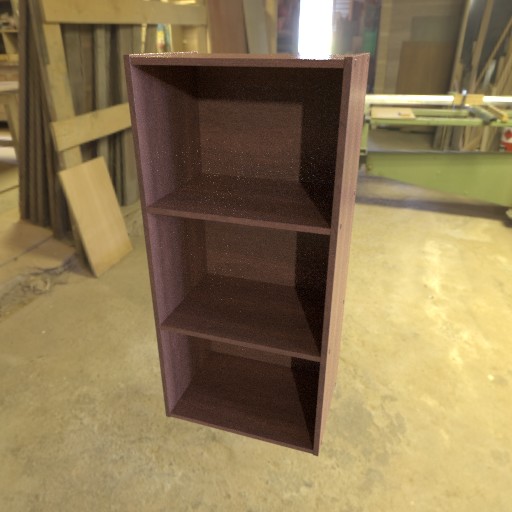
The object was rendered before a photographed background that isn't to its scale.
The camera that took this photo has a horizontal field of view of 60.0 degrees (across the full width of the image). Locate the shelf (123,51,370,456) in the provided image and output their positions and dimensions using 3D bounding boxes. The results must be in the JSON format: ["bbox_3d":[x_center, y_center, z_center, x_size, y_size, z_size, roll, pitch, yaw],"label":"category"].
[{"bbox_3d":[0.000,0.000,1.058,0.414,0.879,0.290,8,27,16],"label":"shelf"}]
